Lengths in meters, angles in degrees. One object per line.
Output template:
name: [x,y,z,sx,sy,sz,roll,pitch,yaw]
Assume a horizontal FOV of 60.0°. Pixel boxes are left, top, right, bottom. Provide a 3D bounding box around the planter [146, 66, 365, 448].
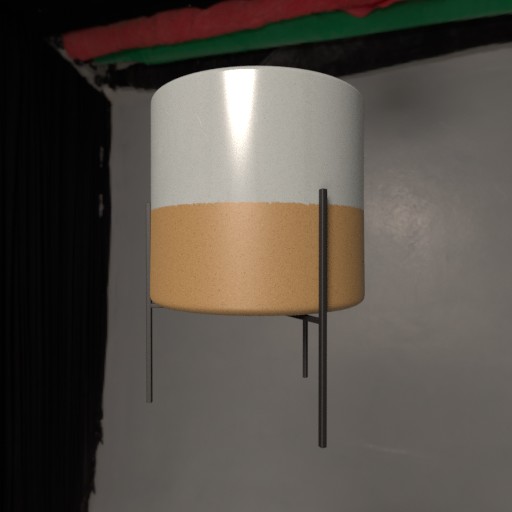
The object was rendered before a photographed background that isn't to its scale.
planter: [0.000,0.000,0.649,0.310,0.432,0.310,0,1,17]
